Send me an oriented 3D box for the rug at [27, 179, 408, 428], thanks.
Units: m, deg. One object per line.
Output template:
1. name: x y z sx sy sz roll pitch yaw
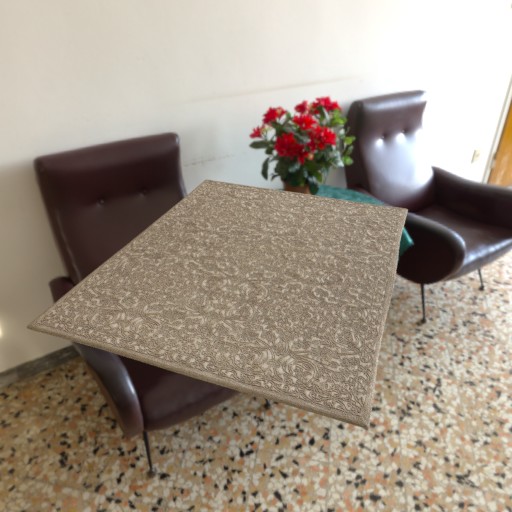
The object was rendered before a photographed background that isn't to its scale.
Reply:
1. rug: 0.000 0.000 4.064 2.472 0.035 3.017 11 34 17
